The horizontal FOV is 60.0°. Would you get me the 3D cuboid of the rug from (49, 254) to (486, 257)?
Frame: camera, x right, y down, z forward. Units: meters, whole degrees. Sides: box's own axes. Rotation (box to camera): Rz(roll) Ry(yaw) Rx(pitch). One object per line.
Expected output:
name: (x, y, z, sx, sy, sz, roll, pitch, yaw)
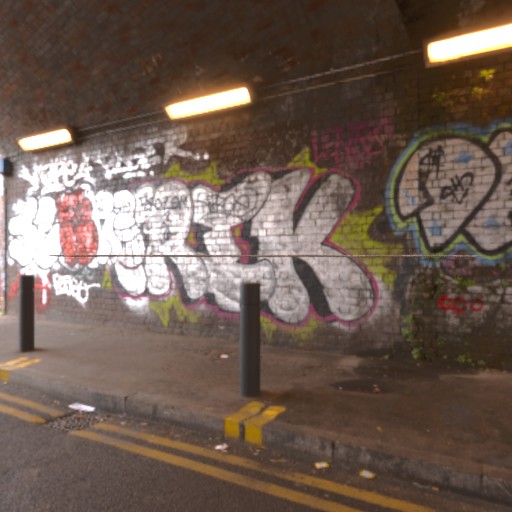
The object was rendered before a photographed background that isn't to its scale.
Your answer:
rug: (0.000, 0.000, 2.181, 1.754, 0.010, 1.148, 0, 0, -19)
